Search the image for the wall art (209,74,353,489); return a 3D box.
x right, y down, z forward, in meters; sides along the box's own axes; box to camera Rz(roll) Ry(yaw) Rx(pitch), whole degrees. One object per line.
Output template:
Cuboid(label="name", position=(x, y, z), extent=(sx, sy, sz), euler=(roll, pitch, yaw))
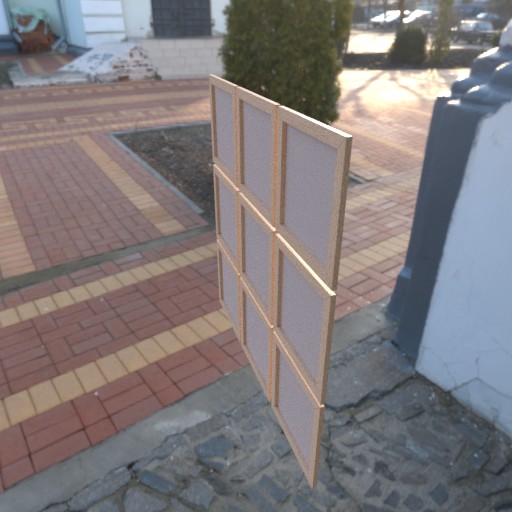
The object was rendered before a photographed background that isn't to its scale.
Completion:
Cuboid(label="wall art", position=(0.000, 0.000, 1.747), extent=(0.016, 1.207, 1.217), euler=(-10, 30, -17))
